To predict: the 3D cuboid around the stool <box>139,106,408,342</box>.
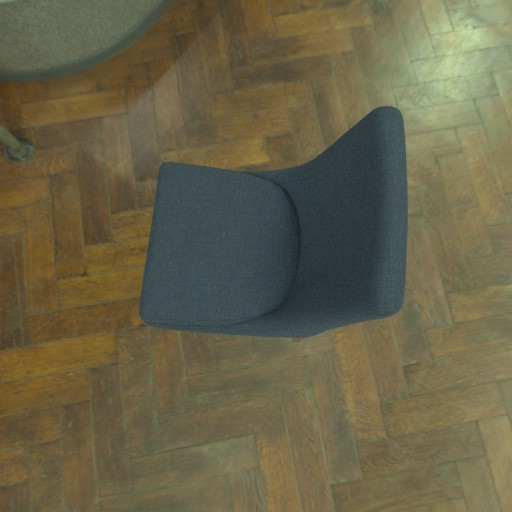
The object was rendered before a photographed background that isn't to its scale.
[{"bbox_3d":[0.000,0.000,1.291,0.577,0.981,0.470,4,76,1],"label":"stool"}]
